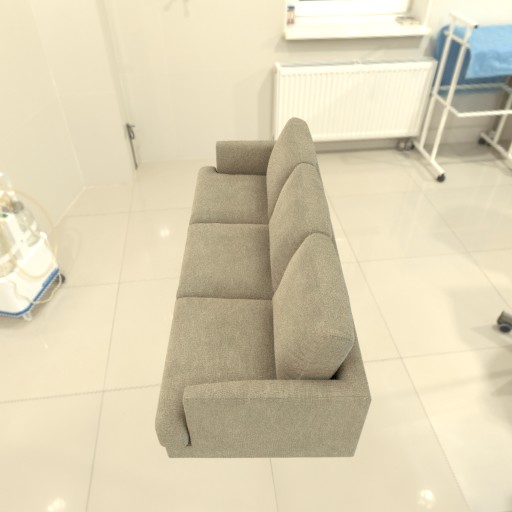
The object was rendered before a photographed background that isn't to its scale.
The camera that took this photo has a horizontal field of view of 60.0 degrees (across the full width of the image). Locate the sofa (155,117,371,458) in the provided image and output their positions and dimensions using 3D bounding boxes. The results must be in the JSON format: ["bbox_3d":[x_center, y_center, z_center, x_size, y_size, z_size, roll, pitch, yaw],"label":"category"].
[{"bbox_3d":[0.000,0.000,2.706,0.903,0.930,2.246,0,41,0],"label":"sofa"}]
